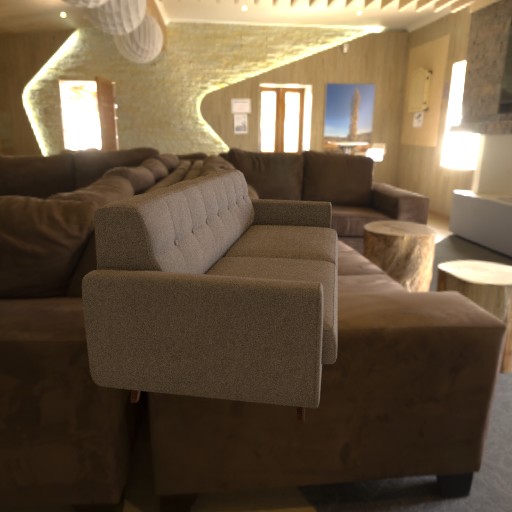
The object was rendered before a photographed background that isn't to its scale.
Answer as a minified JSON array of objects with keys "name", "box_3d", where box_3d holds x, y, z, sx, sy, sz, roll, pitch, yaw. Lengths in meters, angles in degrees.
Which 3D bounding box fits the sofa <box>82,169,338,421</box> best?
[{"name":"sofa","box_3d":[0.000,0.000,2.485,0.909,0.841,2.029,3,15,10]}]
